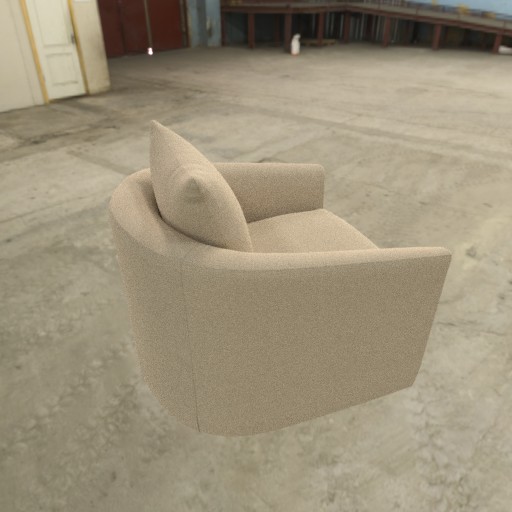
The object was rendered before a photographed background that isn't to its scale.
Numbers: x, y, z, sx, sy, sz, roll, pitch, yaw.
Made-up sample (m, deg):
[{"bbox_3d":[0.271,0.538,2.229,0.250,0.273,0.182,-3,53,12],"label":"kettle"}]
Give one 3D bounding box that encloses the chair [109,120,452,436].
[{"bbox_3d":[0.000,0.000,1.535,0.910,0.848,0.845,-11,32,-18],"label":"chair"}]
